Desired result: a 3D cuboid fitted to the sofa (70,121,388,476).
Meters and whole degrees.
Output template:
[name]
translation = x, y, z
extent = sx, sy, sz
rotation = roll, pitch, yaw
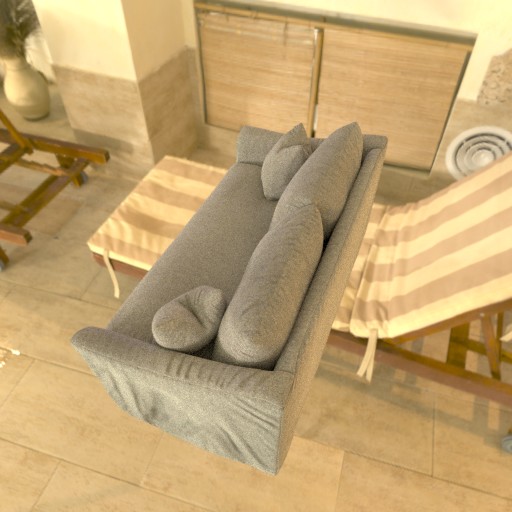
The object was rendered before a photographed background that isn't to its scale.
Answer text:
[sofa]
translation = 0.000, 0.000, 2.640
extent = 1.072, 1.018, 2.010
rotation = 17, 49, 15
